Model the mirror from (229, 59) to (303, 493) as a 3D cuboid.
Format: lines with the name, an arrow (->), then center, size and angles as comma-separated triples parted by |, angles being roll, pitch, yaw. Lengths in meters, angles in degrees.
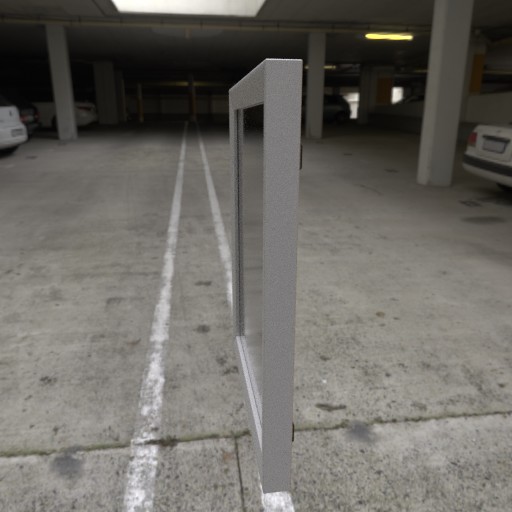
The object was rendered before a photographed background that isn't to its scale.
mirror -> 0.000, 0.000, 0.684 | 0.041, 0.508, 0.405 | -2, 17, -8
